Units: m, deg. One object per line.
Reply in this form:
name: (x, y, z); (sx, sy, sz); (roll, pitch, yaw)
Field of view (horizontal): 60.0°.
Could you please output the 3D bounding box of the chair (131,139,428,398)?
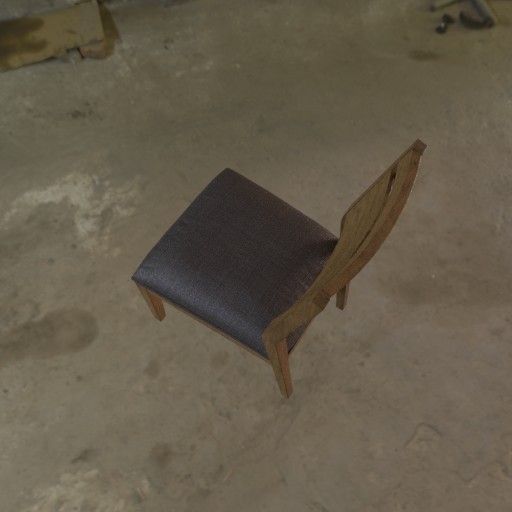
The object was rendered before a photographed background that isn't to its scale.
chair: (0.000, 0.000, 1.306); (0.610, 0.939, 0.501); (31, 68, 14)
